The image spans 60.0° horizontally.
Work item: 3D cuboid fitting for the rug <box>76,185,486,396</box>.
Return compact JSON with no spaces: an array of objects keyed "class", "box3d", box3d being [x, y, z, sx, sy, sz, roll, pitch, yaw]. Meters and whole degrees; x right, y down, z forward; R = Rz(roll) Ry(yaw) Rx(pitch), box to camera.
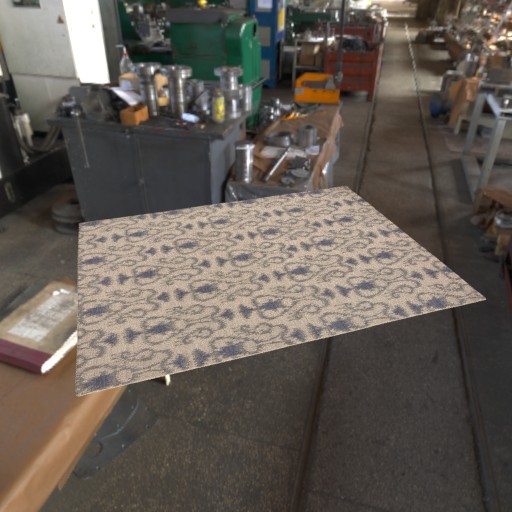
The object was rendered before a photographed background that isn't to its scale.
[{"class":"rug","box3d":[0.000,0.000,4.200,3.205,0.015,2.437,-10,34,-15]}]
